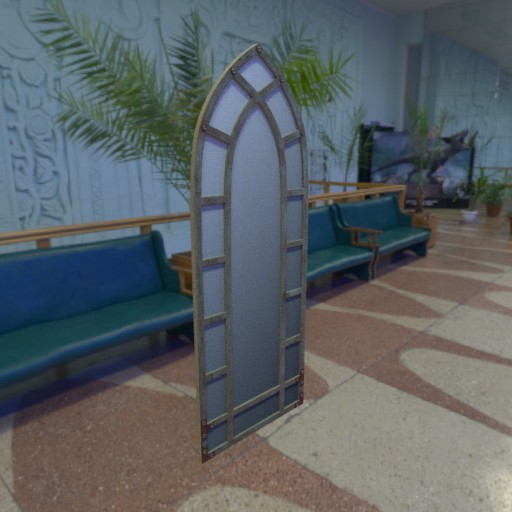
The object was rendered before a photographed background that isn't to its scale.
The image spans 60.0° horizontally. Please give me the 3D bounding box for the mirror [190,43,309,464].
[{"bbox_3d":[0.000,0.000,1.330,0.464,1.175,0.025,-13,18,-43],"label":"mirror"}]
